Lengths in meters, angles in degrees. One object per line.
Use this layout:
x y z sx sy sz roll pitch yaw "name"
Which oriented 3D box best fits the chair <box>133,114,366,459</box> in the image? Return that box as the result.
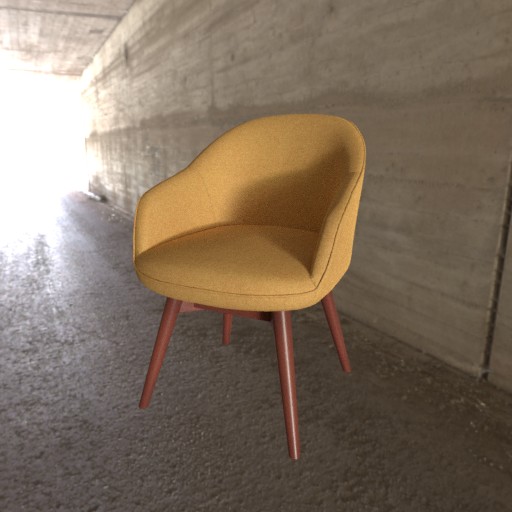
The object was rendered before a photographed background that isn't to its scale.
0.000 0.000 1.291 0.596 0.823 0.635 7 16 26 "chair"
